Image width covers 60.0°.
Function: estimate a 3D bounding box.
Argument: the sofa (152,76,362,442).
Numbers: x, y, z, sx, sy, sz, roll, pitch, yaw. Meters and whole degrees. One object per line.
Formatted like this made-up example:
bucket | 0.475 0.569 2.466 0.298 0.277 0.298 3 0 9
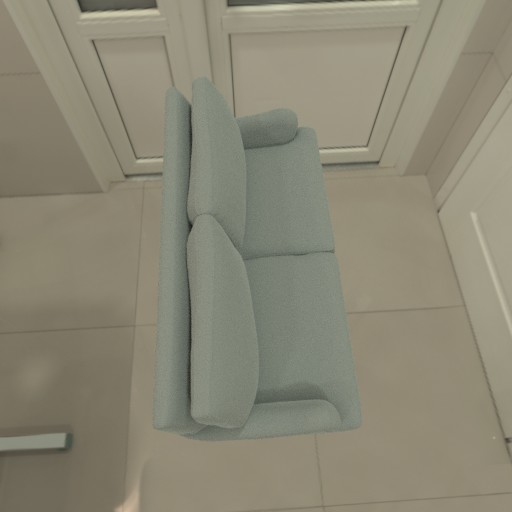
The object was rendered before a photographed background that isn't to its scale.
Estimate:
sofa | 0.000 0.000 2.849 1.069 1.096 2.193 -3 63 -2
